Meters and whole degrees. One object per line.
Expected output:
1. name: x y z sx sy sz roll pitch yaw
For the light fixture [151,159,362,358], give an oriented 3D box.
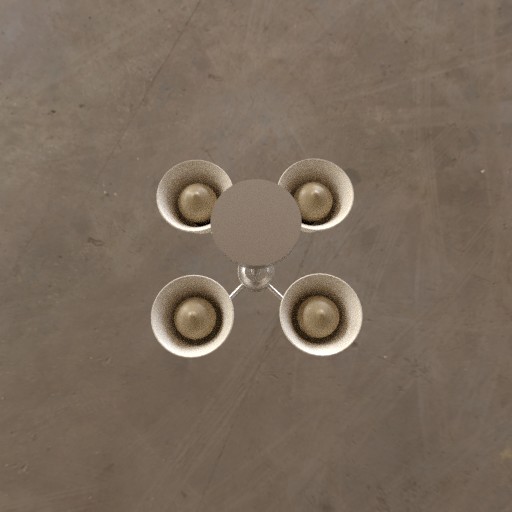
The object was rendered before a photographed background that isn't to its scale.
1. light fixture: 0.000 0.000 0.763 0.427 0.370 0.427 43 80 10
